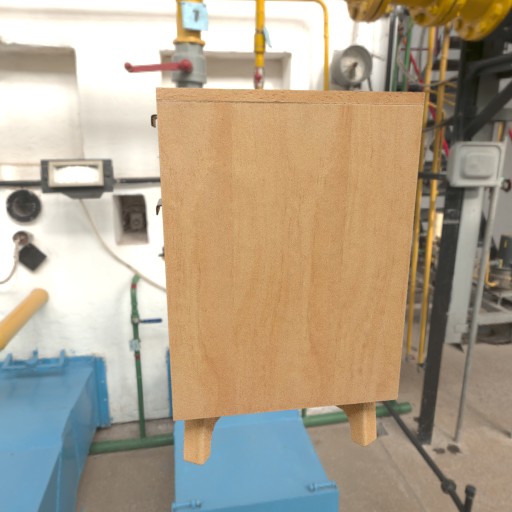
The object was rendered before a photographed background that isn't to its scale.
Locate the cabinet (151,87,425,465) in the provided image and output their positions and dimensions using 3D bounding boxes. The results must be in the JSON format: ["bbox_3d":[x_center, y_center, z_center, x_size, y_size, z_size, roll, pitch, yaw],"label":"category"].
[{"bbox_3d":[0.000,0.000,0.931,0.394,0.599,0.551,-2,15,-9],"label":"cabinet"}]
